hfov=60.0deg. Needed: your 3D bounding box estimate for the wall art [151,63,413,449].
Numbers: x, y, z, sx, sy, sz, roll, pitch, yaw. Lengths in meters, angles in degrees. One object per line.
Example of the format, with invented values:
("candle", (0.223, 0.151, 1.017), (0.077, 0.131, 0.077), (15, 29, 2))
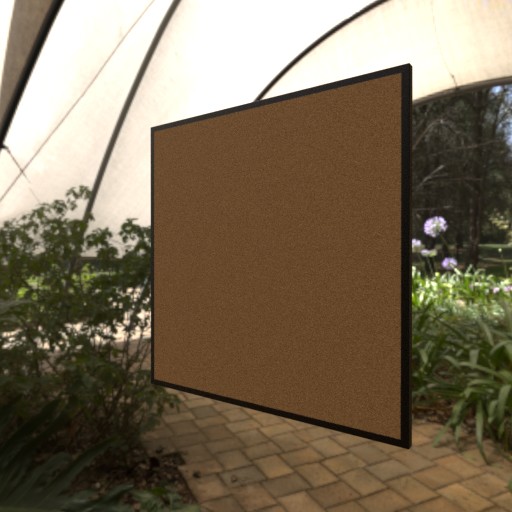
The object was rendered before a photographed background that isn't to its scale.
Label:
("wall art", (0.000, 0.000, 0.664), (0.457, 0.458, 0.012), (0, 0, 36))
